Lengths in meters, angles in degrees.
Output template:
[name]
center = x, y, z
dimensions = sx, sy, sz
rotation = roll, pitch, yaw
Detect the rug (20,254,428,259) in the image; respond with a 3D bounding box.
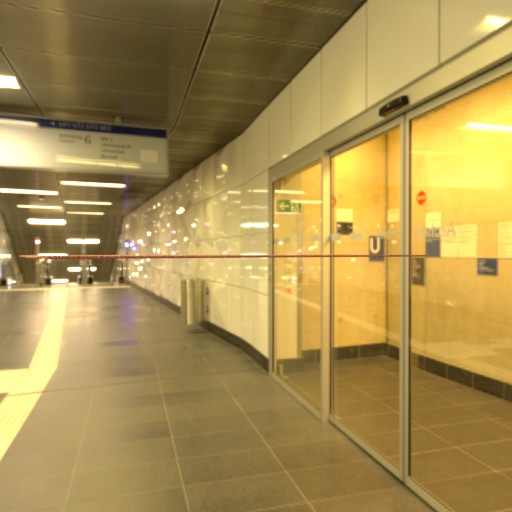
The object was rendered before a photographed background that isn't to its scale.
[rug]
center = 0.000, 0.000, 2.517
dimensions = 2.307, 0.012, 0.687
rotation = 0, 0, -36
